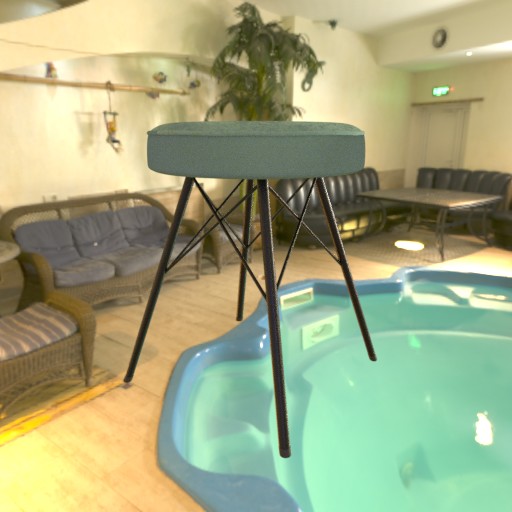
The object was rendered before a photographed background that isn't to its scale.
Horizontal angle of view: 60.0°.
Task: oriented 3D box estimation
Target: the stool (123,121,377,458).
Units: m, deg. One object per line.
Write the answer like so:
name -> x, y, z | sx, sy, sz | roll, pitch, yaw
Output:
stool -> 0.000, 0.000, 0.905 | 0.458, 0.519, 0.457 | 14, 21, 42
